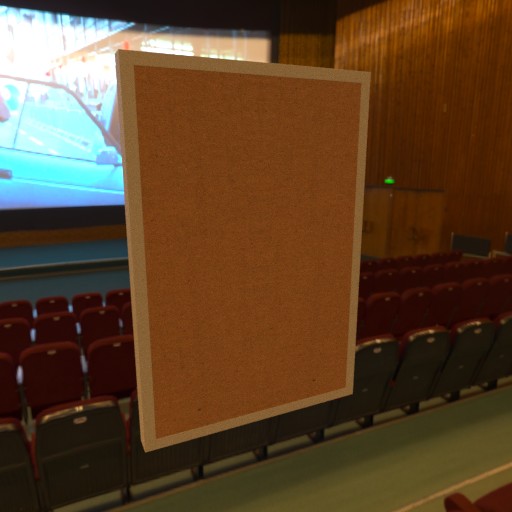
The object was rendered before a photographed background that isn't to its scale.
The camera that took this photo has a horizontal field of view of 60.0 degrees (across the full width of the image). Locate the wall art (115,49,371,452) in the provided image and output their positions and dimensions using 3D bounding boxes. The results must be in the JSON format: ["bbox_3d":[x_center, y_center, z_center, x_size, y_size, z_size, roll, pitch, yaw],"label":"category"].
[{"bbox_3d":[0.000,0.000,0.531,0.293,0.428,0.025,-6,15,-25],"label":"wall art"}]
